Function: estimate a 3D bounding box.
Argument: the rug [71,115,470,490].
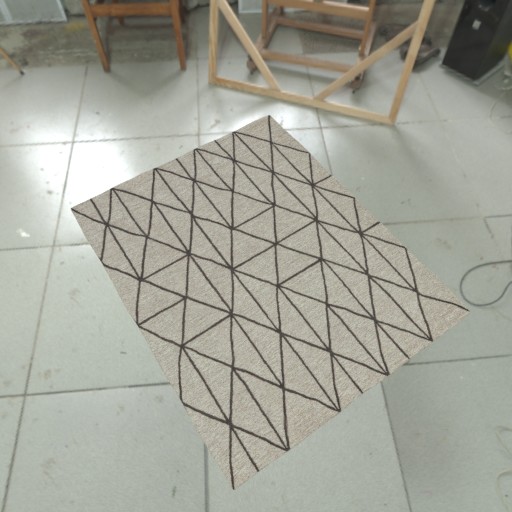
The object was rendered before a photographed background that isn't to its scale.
[{"bbox_3d":[0.000,0.000,4.140,2.468,0.022,3.061,-30,63,-17],"label":"rug"}]
